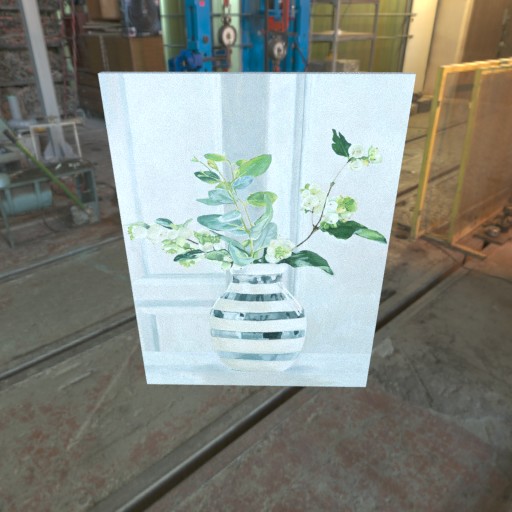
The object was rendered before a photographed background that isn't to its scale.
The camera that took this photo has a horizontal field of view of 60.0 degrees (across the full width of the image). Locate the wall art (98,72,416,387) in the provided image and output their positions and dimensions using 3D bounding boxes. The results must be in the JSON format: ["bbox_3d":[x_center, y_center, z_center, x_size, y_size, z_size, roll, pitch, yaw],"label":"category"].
[{"bbox_3d":[0.000,0.000,1.578,0.914,1.212,0.038,1,29,1],"label":"wall art"}]
